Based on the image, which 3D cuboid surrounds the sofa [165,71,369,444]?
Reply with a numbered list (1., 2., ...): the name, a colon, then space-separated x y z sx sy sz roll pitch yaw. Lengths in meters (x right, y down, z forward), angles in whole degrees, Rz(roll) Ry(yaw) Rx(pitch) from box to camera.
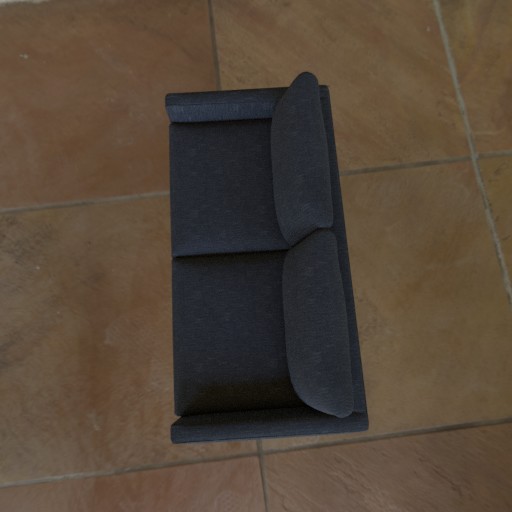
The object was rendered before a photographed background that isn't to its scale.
1. sofa: 0.000 0.000 2.262 0.866 0.862 1.716 -4 76 -1
